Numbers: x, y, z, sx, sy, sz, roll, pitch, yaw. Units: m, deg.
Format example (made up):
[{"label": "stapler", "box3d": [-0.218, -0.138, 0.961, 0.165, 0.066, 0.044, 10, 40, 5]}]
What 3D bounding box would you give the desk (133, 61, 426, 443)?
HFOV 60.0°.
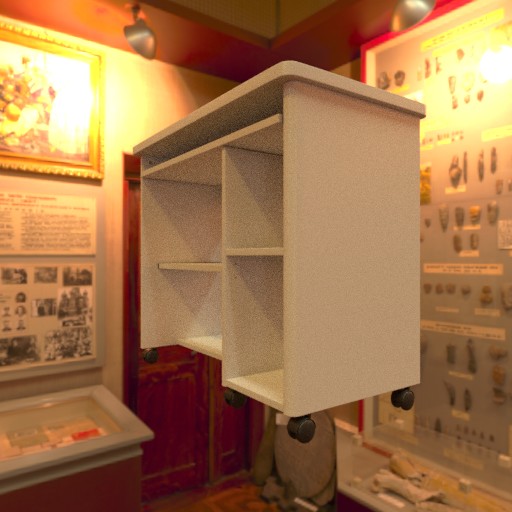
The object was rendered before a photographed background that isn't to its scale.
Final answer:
[{"label": "desk", "box3d": [0.000, 0.000, 1.347, 0.475, 0.763, 0.877, 0, 0, -35]}]
